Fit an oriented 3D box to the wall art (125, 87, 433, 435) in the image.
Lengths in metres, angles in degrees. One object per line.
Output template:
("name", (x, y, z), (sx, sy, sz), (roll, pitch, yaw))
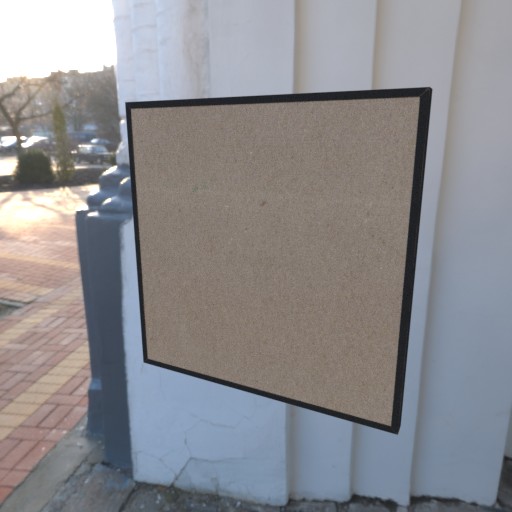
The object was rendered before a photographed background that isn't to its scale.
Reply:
("wall art", (0.000, 0.000, 1.121), (0.762, 0.762, 0.038), (7, 16, 26))
